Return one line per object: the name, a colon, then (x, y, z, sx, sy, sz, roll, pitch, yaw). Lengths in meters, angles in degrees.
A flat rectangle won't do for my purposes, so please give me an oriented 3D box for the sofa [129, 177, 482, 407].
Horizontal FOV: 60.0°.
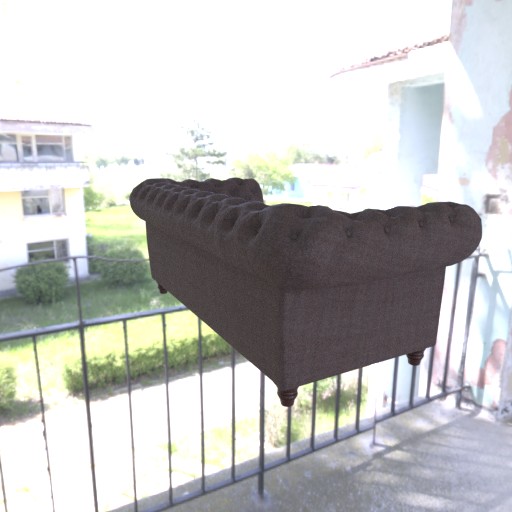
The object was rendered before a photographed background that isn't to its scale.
sofa: (0.000, 0.000, 2.439, 0.944, 0.780, 2.048, -7, 15, -28)
